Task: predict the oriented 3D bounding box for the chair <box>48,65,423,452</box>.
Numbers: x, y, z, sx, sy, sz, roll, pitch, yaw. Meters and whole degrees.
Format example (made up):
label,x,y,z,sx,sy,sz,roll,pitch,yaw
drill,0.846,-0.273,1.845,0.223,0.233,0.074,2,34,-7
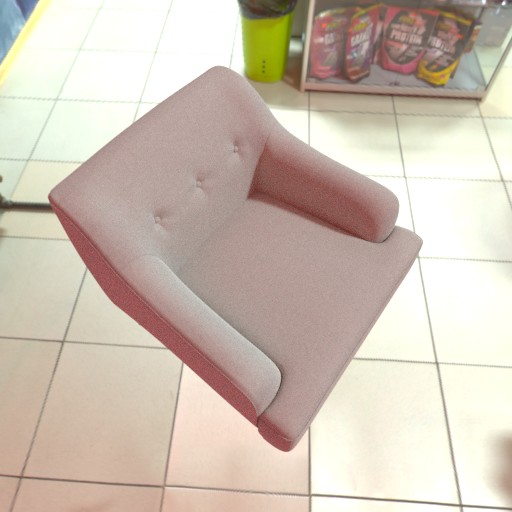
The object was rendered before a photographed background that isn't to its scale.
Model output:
label,x,y,z,sx,sy,sz,roll,pitch,yaw
chair,0.000,0.000,1.625,0.951,0.818,0.946,32,62,19
